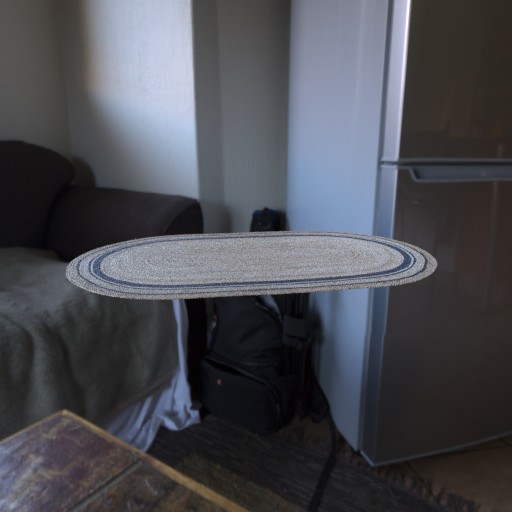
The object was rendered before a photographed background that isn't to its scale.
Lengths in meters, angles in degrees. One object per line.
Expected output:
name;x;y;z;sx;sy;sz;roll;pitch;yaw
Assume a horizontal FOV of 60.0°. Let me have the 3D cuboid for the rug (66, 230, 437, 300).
rug;0.000;0.000;3.034;2.432;0.006;1.520;-2;15;-9
